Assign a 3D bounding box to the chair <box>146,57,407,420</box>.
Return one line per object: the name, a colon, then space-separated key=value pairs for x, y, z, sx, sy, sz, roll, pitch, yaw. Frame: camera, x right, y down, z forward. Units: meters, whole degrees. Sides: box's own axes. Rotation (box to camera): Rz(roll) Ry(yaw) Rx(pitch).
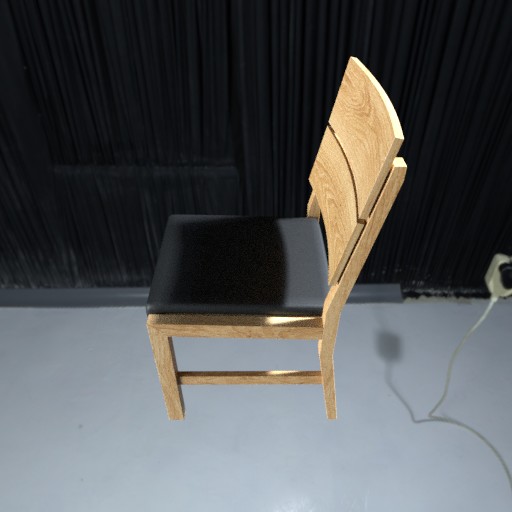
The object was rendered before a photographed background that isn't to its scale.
chair: x=0.000 y=0.000 z=1.273 sx=0.569 sy=0.950 sz=0.475 roll=0 pitch=40 yaw=0
